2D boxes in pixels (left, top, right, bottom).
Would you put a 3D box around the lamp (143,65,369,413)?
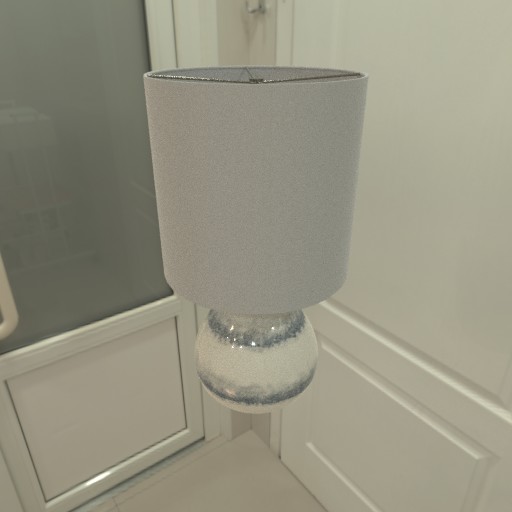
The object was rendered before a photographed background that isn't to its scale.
[{"bbox_3d":[0.000,0.000,0.527,0.216,0.404,0.216,-18,32,-32],"label":"lamp"}]
